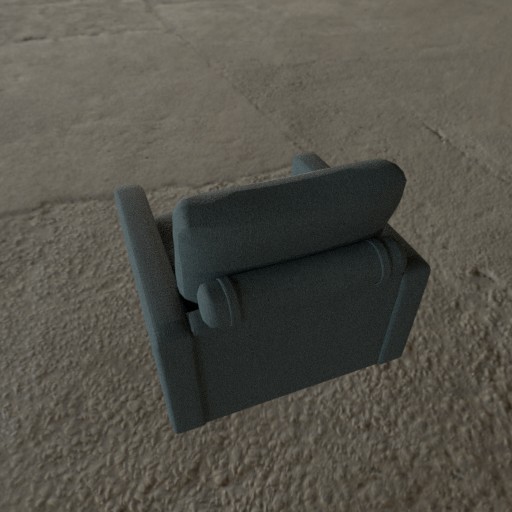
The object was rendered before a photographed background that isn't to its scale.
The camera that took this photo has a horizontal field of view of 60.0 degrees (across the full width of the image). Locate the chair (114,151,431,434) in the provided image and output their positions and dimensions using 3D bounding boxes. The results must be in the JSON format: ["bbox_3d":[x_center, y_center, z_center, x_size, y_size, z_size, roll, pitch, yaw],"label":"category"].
[{"bbox_3d":[0.000,0.000,1.530,0.821,0.880,0.843,-14,42,-16],"label":"chair"}]
